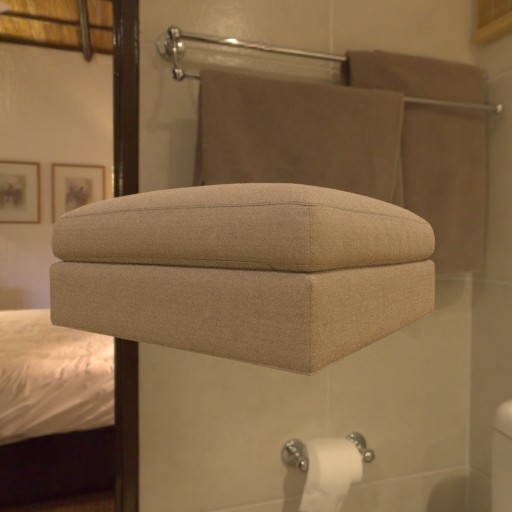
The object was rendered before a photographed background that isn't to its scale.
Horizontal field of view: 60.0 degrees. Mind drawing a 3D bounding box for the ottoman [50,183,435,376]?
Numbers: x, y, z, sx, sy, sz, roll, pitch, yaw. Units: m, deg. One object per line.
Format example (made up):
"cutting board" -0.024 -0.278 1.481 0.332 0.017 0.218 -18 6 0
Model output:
"ottoman" 0.000 0.000 1.631 1.041 0.470 1.041 1 2 36
